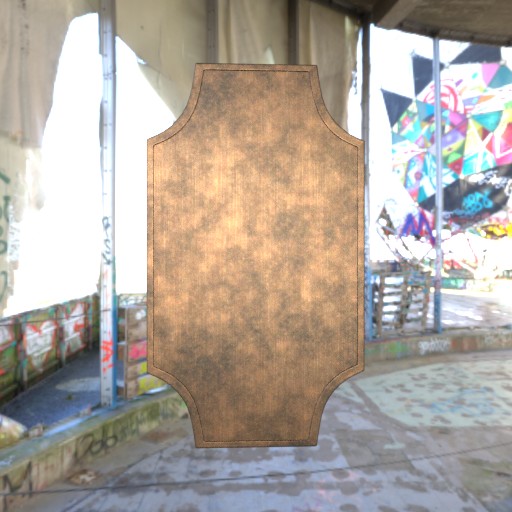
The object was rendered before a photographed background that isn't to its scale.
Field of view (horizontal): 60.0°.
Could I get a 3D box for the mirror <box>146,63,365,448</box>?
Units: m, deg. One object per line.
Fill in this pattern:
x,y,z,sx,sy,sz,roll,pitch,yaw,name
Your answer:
0.000,0.000,0.970,0.462,0.811,0.066,0,0,-2,mirror
